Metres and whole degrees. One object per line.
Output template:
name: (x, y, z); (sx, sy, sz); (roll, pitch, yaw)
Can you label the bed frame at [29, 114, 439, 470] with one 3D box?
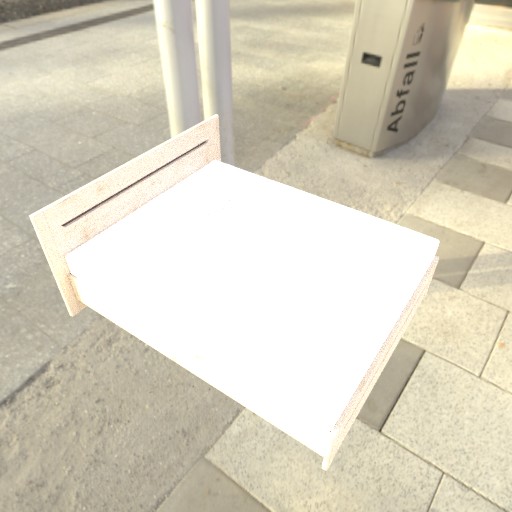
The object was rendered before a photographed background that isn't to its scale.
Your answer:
bed frame: (0.000, 0.000, 3.076); (2.080, 0.900, 1.800); (24, 47, 26)
